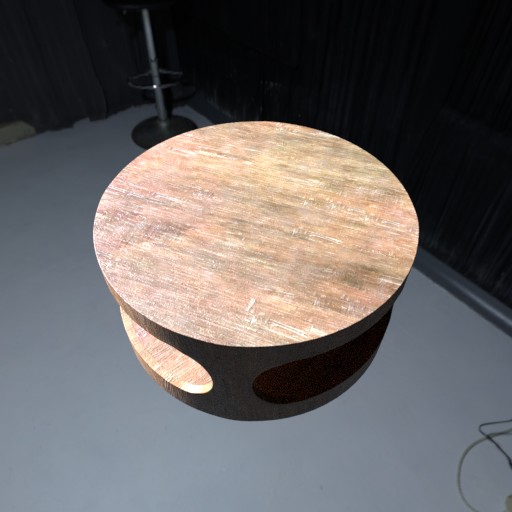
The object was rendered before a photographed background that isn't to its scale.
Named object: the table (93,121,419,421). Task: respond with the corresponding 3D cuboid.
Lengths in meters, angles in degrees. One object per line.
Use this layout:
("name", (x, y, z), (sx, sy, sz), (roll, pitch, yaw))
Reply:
("table", (0.000, 0.000, 1.532), (0.974, 0.450, 0.974), (0, 48, 0))
